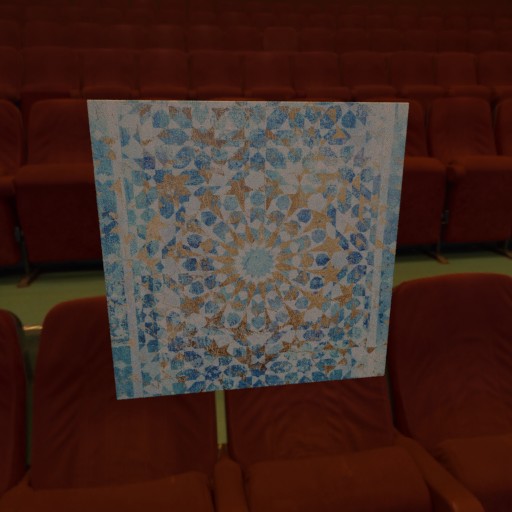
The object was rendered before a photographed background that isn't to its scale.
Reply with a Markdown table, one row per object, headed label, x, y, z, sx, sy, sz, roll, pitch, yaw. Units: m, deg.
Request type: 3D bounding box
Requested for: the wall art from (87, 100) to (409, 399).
| label | x | y | z | sx | sy | sz | roll | pitch | yaw |
| --- | --- | --- | --- | --- | --- | --- | --- | --- | --- |
| wall art | 0.000 | 0.000 | 1.393 | 0.916 | 0.916 | 0.040 | -3 | 16 | -9 |
